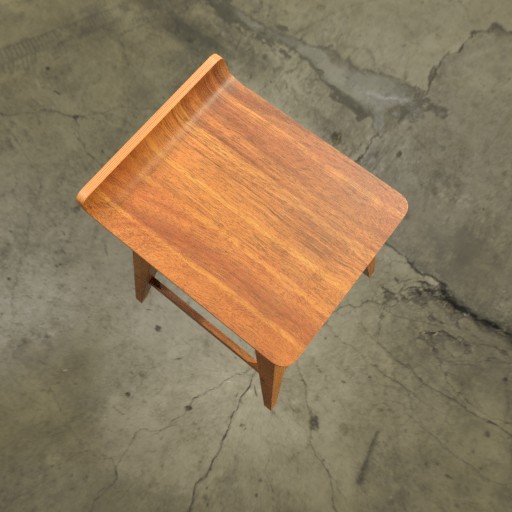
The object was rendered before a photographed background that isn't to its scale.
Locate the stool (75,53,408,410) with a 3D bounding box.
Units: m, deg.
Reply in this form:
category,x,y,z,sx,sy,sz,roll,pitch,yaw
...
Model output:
category,x,y,z,sx,sy,sz,roll,pitch,yaw
stool,0.000,0.000,0.993,0.500,0.650,0.500,37,78,9
